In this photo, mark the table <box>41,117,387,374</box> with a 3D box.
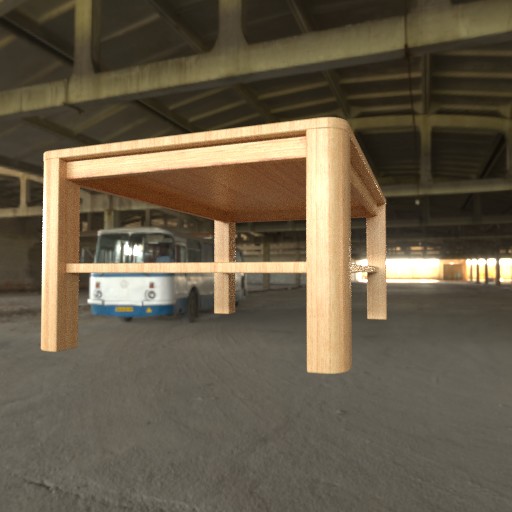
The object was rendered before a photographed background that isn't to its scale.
[{"bbox_3d":[0.000,0.000,1.340,0.696,0.445,0.997,-1,-2,20],"label":"table"}]
